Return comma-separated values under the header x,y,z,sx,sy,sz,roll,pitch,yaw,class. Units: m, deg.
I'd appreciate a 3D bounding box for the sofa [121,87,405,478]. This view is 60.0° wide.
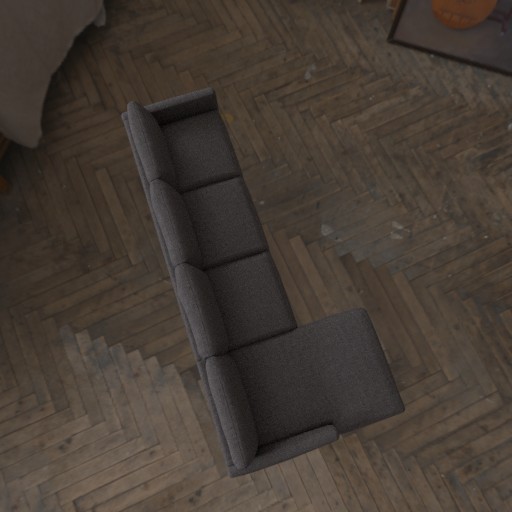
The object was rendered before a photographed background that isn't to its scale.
x,y,z,sx,sy,sz,roll,pitch,yaw,class
0.000,0.000,3.261,1.258,0.754,2.731,-18,77,-5,sofa
